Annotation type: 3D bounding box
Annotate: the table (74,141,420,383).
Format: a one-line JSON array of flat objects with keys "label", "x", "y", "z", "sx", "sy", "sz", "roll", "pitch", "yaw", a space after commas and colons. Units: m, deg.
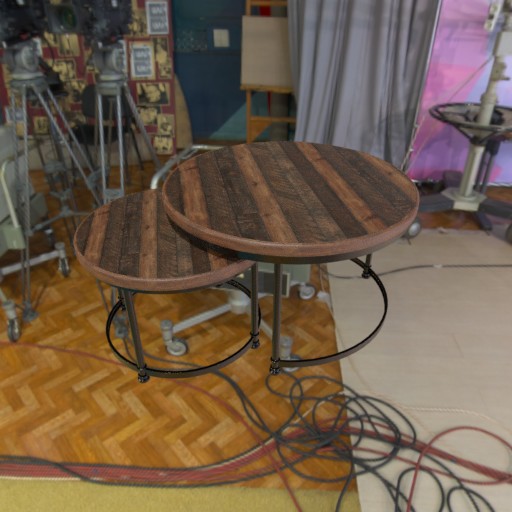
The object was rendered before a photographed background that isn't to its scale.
[{"label": "table", "x": 0.000, "y": 0.000, "z": 1.607, "sx": 1.152, "sy": 0.516, "sz": 0.870, "roll": -21, "pitch": 38, "yaw": -30}]
